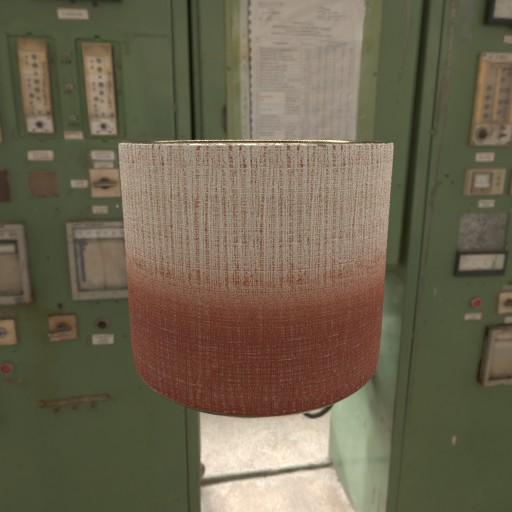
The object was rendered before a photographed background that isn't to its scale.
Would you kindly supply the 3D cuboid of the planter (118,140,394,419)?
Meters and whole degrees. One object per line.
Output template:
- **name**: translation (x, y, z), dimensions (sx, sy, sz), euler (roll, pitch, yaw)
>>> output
- **planter**: translation (0.000, 0.000, 0.313), dimensions (0.178, 0.157, 0.178), euler (0, 15, 0)
